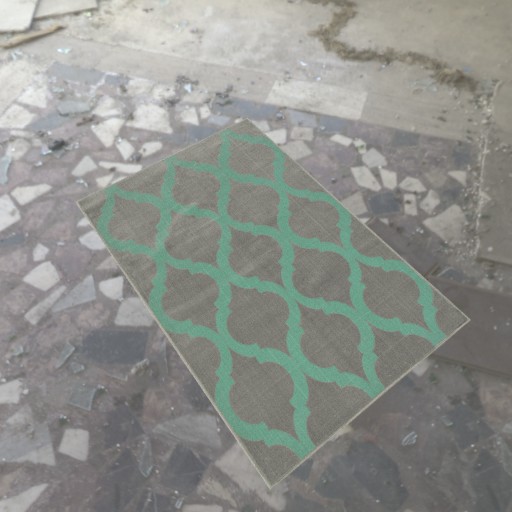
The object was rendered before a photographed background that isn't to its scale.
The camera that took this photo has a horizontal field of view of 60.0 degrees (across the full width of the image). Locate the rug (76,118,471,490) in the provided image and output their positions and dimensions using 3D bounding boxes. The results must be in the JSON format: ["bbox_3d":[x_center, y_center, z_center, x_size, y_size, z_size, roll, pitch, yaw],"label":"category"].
[{"bbox_3d":[0.000,0.000,2.925,1.524,0.006,2.286,-32,62,-19],"label":"rug"}]
